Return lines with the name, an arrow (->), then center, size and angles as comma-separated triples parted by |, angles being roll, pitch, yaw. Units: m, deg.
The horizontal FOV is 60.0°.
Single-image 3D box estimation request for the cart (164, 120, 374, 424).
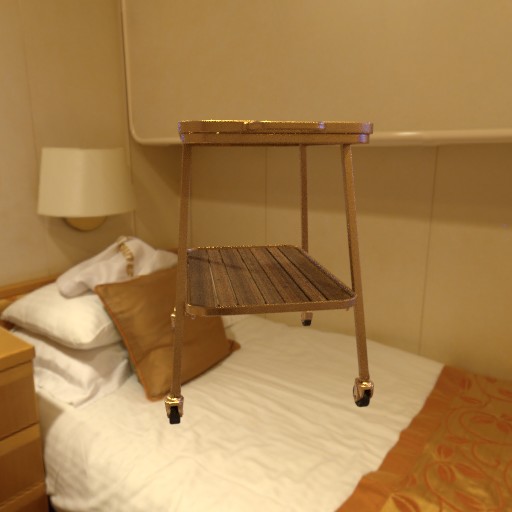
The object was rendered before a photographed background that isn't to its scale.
cart -> 0.000, 0.000, 1.274 | 0.524, 0.700, 0.806 | -2, 13, -9
